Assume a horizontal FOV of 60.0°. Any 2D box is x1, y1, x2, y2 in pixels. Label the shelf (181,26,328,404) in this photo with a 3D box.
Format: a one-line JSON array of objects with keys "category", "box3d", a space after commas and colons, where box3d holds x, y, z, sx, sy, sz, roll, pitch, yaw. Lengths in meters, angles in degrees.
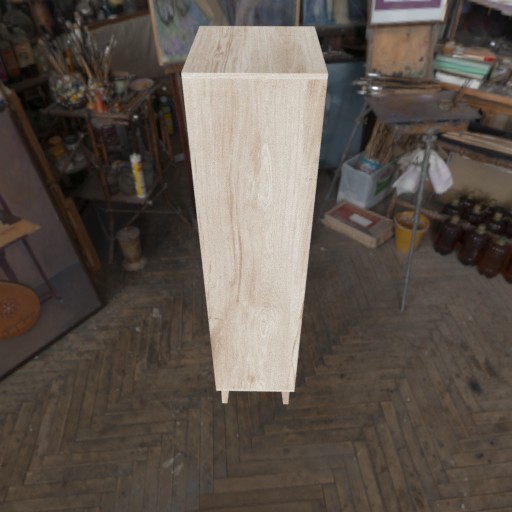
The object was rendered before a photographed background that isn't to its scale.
[{"category": "shelf", "box3d": [0.000, 0.000, 2.200, 0.450, 1.960, 0.510, 1, 42, 1]}]
